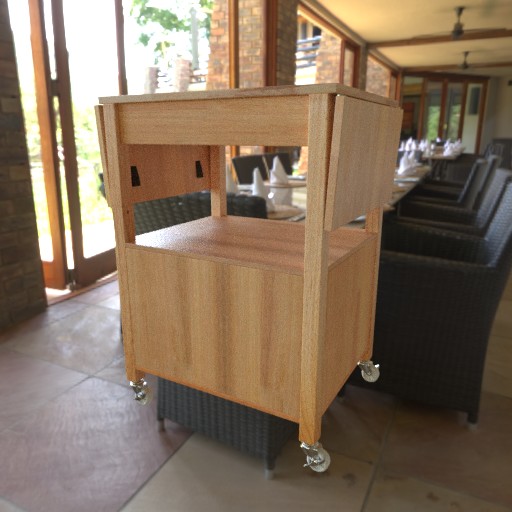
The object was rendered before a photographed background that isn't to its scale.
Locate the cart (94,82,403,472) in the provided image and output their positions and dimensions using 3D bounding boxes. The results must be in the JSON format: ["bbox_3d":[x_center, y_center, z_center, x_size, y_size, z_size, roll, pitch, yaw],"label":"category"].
[{"bbox_3d":[0.000,0.000,1.250,0.640,0.838,0.508,8,17,28],"label":"cart"}]
